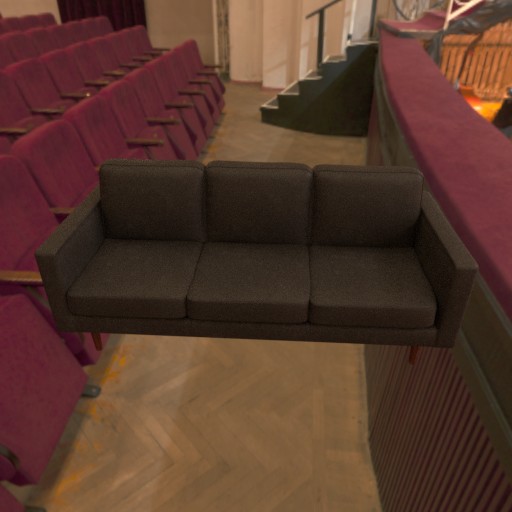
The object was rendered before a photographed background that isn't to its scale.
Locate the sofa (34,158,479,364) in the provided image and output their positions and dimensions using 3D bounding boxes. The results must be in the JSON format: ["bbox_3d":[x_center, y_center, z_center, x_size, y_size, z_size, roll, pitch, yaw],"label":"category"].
[{"bbox_3d":[0.000,0.000,2.457,2.029,0.899,0.879,2,32,3],"label":"sofa"}]
